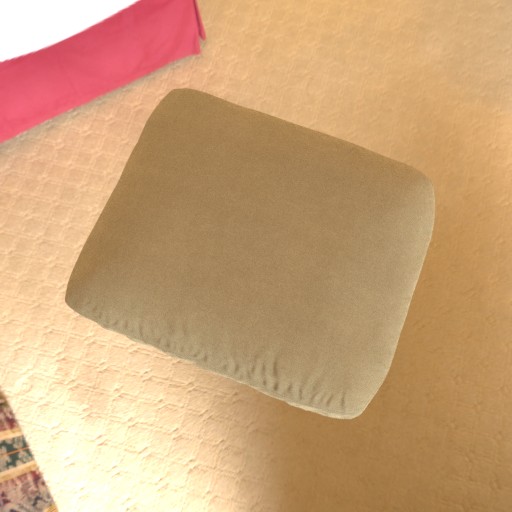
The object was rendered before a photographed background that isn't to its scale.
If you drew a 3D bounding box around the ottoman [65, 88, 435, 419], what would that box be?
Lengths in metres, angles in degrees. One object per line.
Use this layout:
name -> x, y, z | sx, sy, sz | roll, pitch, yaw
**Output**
ottoman -> 0.000, 0.000, 1.076 | 0.712, 0.480, 0.584 | 21, 76, 6
